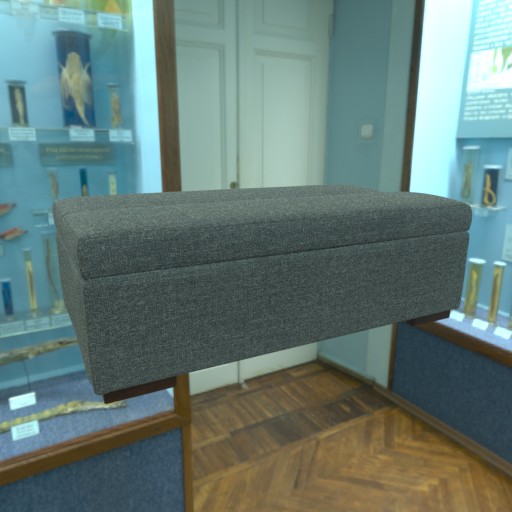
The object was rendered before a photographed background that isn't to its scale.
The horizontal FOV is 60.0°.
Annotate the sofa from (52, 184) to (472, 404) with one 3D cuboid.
[{"bbox_3d":[0.000,0.000,1.531,1.198,0.417,0.782,-7,15,-27],"label":"sofa"}]
